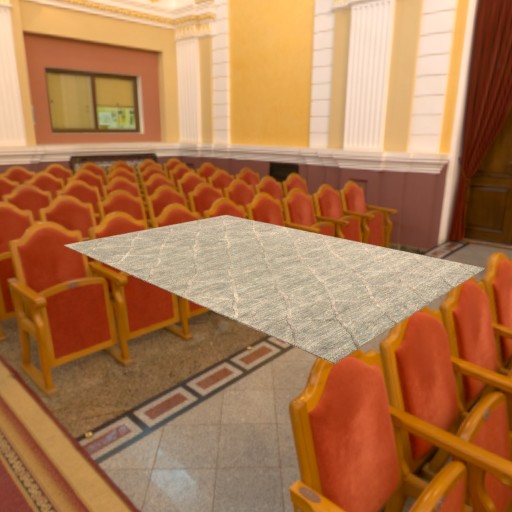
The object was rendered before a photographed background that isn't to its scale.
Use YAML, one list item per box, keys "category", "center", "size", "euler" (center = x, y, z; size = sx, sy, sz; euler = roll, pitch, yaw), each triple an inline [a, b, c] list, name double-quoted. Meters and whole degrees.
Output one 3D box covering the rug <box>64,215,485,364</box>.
- category: "rug"
  center: [0.000, 0.000, 2.858]
  size: [2.283, 0.006, 1.521]
  euler: [16, 23, 42]
